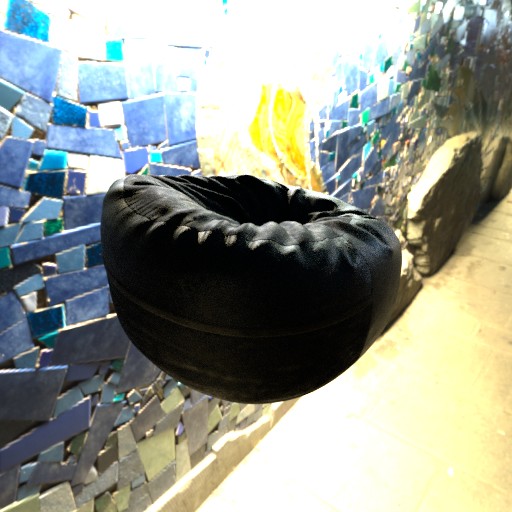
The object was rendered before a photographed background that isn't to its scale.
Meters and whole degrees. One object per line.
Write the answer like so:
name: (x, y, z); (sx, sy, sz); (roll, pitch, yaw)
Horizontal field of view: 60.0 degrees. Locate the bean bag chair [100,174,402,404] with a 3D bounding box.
bean bag chair: (0.000, 0.000, 2.389); (1.524, 0.878, 1.524); (-19, 32, -33)
